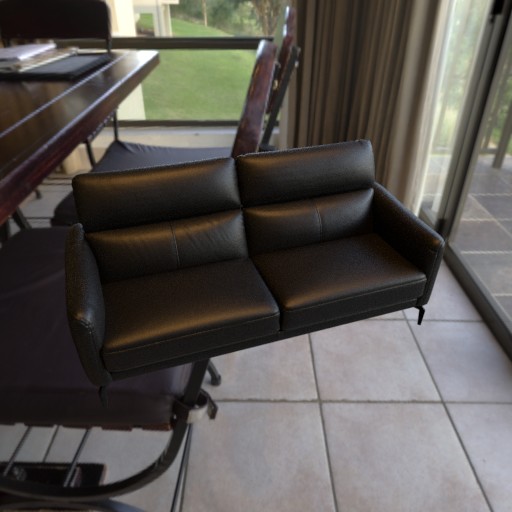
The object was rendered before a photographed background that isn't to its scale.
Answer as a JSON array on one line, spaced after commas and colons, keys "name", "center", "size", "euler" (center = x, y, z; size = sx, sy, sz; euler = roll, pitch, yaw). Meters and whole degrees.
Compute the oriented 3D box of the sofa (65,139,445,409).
[{"name": "sofa", "center": [0.000, 0.000, 2.587], "size": [2.069, 0.957, 0.856], "euler": [-11, 35, -16]}]
